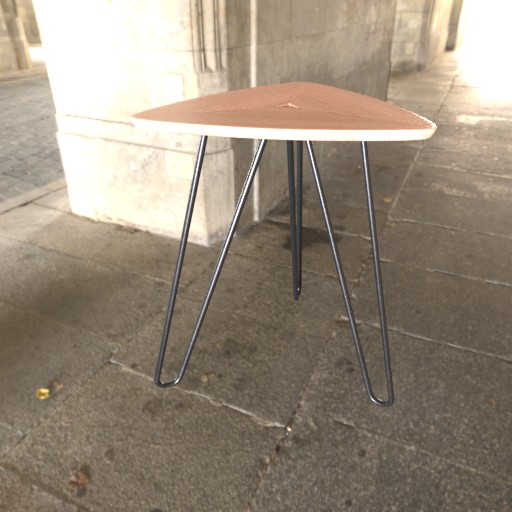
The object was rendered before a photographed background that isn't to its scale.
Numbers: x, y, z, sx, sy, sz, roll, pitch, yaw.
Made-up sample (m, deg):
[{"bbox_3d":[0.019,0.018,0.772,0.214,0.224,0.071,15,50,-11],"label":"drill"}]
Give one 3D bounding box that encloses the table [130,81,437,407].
[{"bbox_3d":[0.000,0.000,0.867,0.455,0.564,0.442,-10,32,-17],"label":"table"}]
